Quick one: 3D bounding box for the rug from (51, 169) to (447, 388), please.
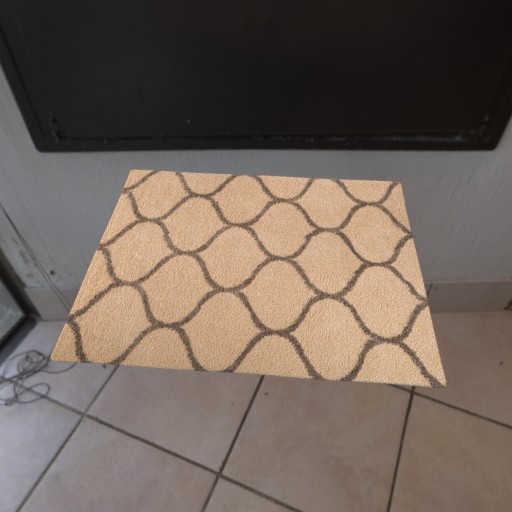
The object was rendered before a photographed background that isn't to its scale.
[{"bbox_3d":[0.000,0.000,4.124,3.000,0.026,2.399,3,48,3],"label":"rug"}]
